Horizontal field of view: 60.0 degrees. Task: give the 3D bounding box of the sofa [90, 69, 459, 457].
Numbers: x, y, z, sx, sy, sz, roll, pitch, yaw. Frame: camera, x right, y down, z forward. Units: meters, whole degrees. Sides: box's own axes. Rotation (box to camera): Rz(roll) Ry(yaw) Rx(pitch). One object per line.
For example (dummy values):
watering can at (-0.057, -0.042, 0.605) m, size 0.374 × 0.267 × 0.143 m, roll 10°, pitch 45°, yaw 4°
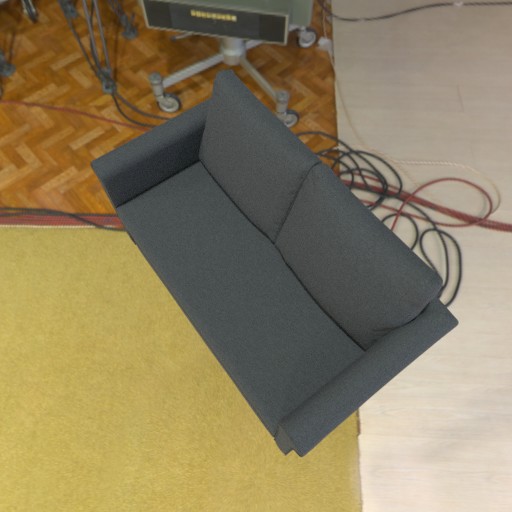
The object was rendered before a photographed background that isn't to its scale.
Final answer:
sofa at (0.000, 0.000, 1.915) m, size 0.741 × 0.872 × 1.460 m, roll -34°, pitch 68°, yaw -16°
